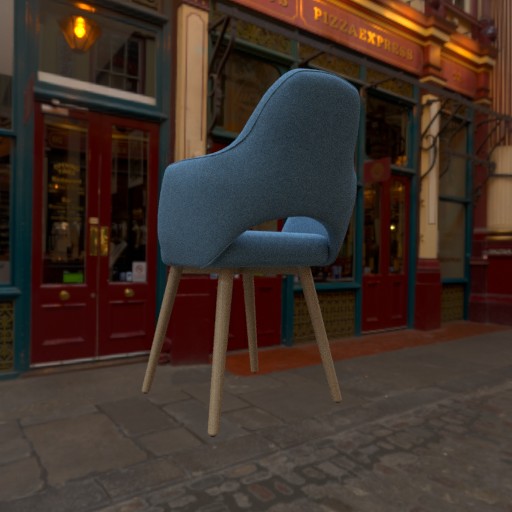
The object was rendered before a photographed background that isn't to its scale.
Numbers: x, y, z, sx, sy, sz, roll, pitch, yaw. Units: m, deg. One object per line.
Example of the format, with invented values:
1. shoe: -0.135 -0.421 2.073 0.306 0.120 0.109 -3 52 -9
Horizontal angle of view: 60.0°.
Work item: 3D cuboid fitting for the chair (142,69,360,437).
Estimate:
1. chair: 0.000 0.000 1.364 0.589 0.920 0.666 0 0 -36
